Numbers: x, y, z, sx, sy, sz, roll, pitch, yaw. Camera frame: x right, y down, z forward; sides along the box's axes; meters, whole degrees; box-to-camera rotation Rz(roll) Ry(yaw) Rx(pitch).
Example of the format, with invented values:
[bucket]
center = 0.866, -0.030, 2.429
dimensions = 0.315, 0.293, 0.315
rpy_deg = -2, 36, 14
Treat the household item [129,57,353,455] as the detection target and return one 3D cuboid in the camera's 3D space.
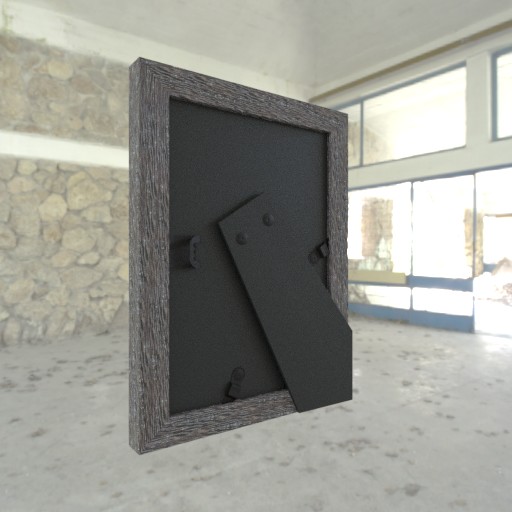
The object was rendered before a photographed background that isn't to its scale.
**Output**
[household item]
center = 0.000, 0.000, 0.285
dimensions = 0.160, 0.210, 0.020
rpy_deg = 0, 0, -36
